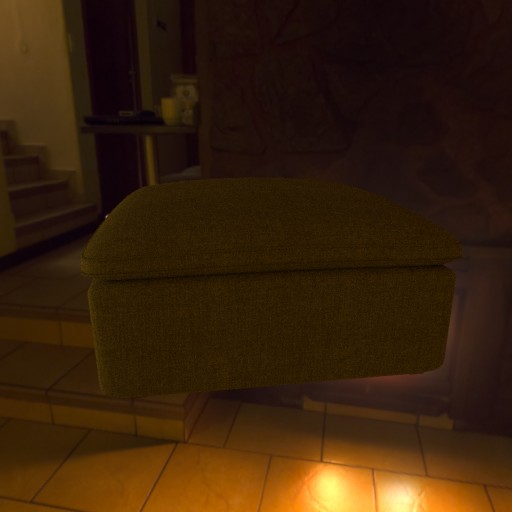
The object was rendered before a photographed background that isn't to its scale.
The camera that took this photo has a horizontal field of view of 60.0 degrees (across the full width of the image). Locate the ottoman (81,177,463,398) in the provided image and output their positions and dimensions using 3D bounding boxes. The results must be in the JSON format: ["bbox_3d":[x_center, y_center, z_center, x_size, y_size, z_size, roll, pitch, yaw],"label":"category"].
[{"bbox_3d":[0.000,0.000,1.708,1.067,0.559,1.067,-2,16,-8],"label":"ottoman"}]
